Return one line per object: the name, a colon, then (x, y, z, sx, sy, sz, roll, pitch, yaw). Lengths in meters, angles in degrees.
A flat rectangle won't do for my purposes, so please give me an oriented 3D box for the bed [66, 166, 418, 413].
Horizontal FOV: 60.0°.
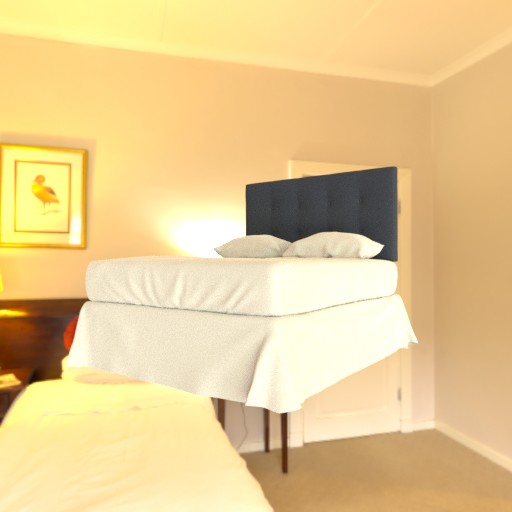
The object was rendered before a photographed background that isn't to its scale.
bed: (0.000, 0.000, 3.523, 1.936, 1.577, 2.222, 0, -1, 35)
